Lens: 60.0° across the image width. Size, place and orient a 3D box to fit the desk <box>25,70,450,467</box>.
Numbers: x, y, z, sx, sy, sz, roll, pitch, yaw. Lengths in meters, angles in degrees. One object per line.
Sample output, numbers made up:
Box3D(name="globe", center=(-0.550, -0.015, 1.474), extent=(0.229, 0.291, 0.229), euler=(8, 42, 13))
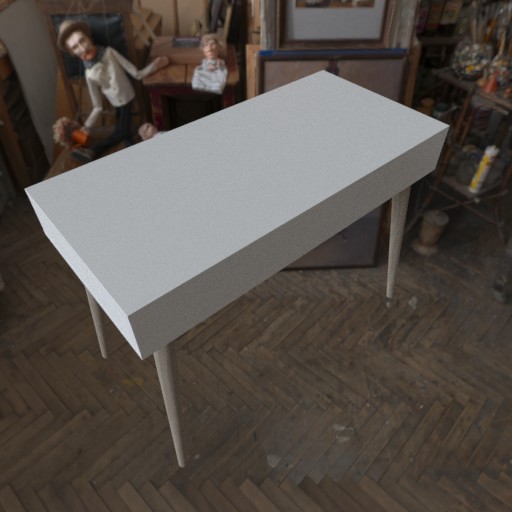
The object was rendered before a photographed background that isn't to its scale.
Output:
Box3D(name="desk", center=(0.000, 0.000, 1.360), extent=(0.979, 0.723, 0.491), euler=(-31, 53, -27))
